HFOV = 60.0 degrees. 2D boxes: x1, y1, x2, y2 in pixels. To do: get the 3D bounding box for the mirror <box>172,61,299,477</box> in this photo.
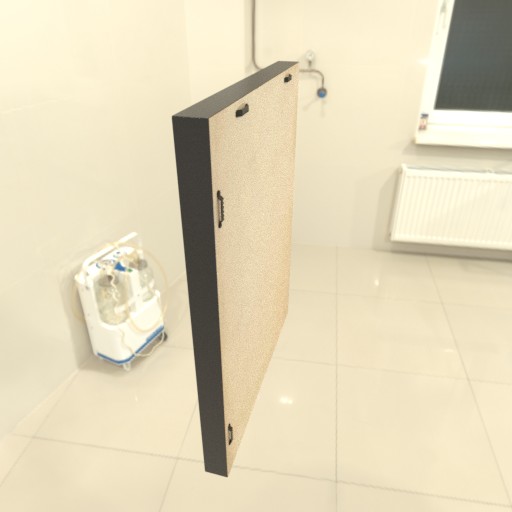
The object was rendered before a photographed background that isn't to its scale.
[{"bbox_3d":[0.000,0.000,0.683,0.041,0.508,0.405,8,31,14],"label":"mirror"}]
